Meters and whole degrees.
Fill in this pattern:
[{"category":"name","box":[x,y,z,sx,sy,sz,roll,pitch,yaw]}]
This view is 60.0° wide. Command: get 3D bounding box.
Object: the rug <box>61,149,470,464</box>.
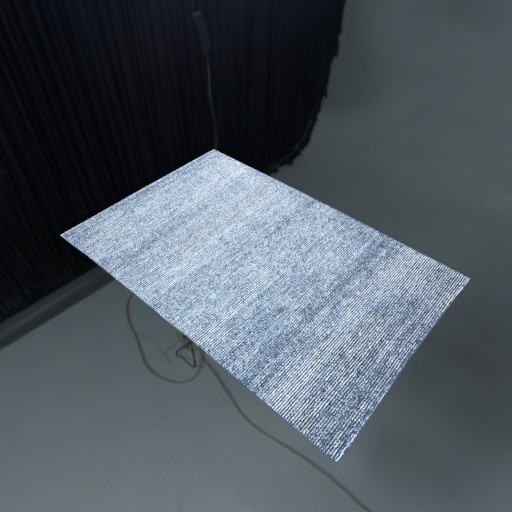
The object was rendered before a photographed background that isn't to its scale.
[{"category":"rug","box":[0.000,0.000,2.270,1.793,0.025,1.159,32,53,28]}]
